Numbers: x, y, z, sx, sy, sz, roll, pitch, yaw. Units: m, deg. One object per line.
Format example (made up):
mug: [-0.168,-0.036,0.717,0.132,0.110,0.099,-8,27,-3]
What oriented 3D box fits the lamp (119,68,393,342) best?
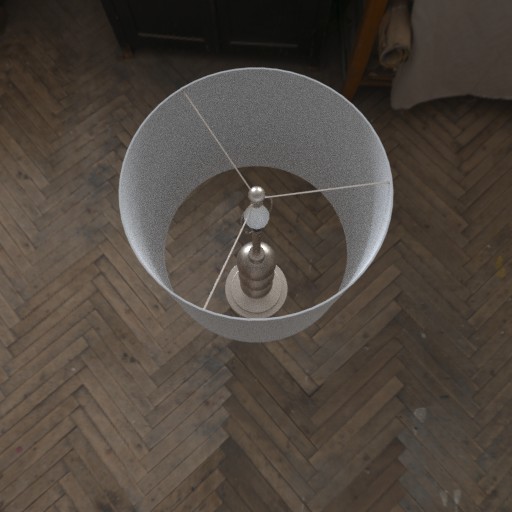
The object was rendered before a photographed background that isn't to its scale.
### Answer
lamp: [0.000,0.000,0.703,0.277,0.538,0.277,-34,77,-9]
